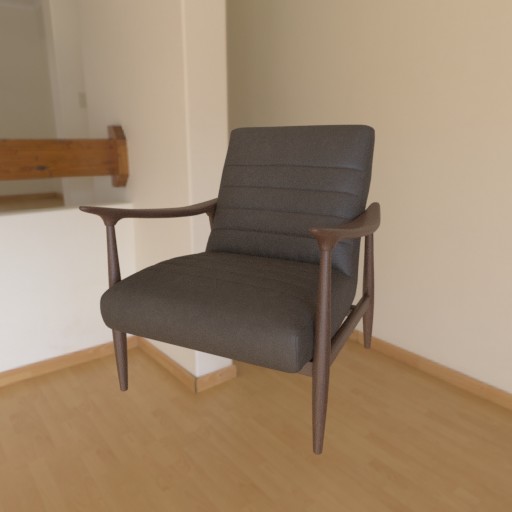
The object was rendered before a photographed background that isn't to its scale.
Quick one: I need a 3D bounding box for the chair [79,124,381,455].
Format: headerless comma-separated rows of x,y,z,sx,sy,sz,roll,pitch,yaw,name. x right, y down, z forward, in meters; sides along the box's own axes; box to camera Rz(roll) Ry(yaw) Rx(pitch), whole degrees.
0.000,0.000,1.439,0.741,0.831,0.798,7,17,26,chair
